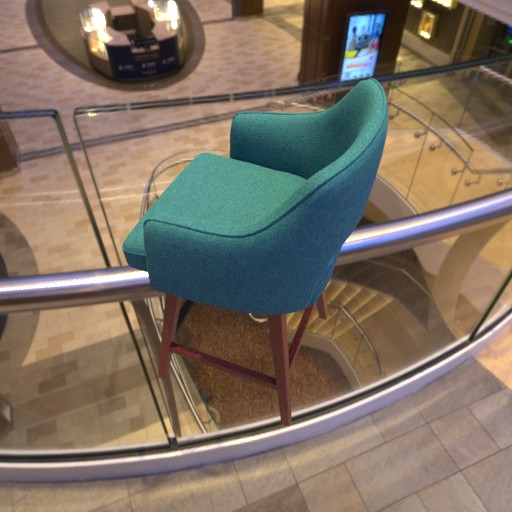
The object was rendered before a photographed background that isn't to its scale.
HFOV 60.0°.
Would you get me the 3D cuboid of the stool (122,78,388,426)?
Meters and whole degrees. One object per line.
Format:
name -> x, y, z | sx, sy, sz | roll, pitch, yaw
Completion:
stool -> 0.000, 0.000, 1.272 | 0.556, 0.961, 0.548 | 16, 48, 15
